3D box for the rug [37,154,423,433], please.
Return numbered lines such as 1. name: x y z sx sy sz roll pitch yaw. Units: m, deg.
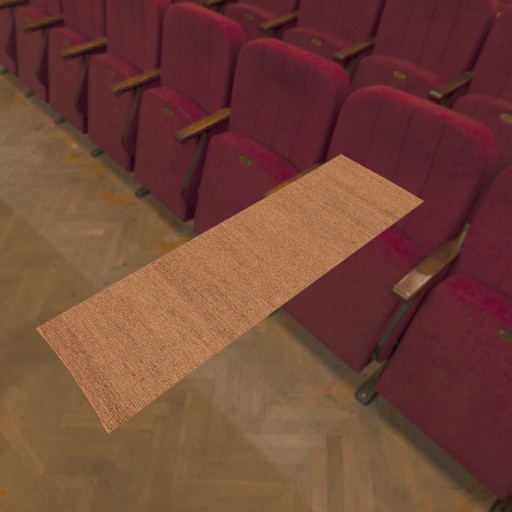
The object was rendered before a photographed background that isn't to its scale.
1. rug: 0.000 0.000 2.650 2.390 0.014 0.741 -33 55 -27
